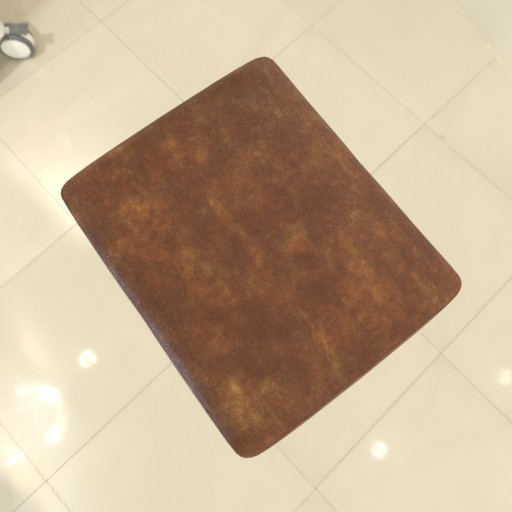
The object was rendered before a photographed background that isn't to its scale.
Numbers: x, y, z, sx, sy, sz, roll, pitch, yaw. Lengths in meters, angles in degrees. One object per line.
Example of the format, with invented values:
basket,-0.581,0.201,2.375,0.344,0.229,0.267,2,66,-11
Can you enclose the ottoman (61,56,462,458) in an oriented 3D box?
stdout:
ottoman,0.000,0.000,1.130,0.603,0.476,0.751,-36,79,-8
